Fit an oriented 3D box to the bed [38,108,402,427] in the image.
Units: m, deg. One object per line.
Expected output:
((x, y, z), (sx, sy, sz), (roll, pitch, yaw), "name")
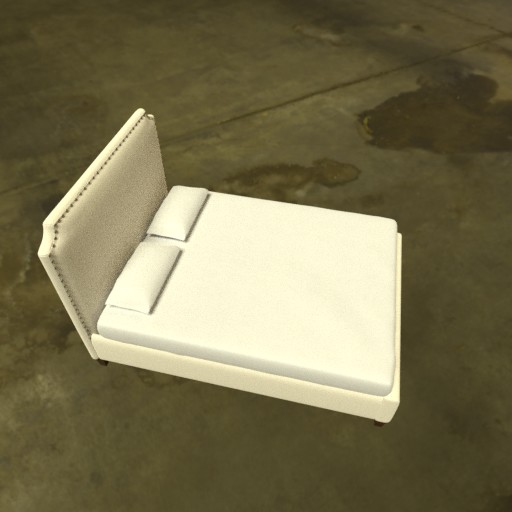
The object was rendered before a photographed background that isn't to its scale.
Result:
((0.000, 0.000, 3.490), (2.372, 1.497, 1.712), (10, 47, 9), "bed")
